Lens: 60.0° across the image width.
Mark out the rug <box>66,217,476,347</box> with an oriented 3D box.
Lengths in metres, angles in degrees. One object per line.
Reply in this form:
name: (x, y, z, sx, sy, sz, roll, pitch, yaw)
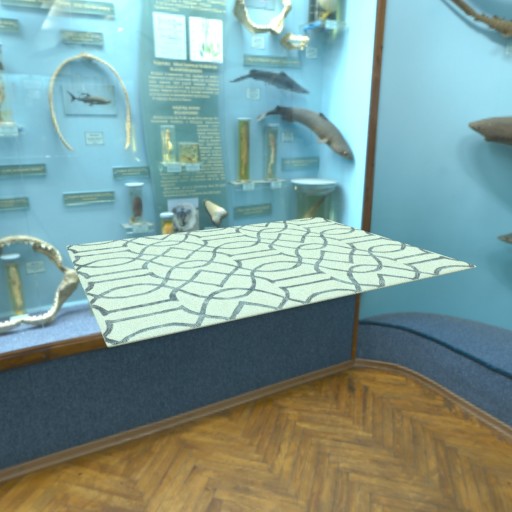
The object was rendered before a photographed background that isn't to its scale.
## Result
rug: (0.000, 0.000, 3.902, 2.910, 0.021, 2.211, -9, 19, -26)
